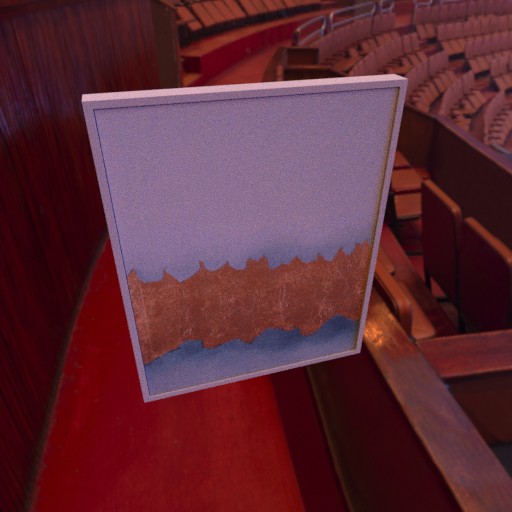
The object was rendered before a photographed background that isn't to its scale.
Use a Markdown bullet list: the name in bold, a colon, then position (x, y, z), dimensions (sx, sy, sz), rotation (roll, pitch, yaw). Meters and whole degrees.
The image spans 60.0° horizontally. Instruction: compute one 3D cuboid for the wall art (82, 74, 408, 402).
- **wall art**: position (0.000, 0.000, 0.756), dimensions (0.451, 0.553, 0.039), rotation (-9, 34, -14)
